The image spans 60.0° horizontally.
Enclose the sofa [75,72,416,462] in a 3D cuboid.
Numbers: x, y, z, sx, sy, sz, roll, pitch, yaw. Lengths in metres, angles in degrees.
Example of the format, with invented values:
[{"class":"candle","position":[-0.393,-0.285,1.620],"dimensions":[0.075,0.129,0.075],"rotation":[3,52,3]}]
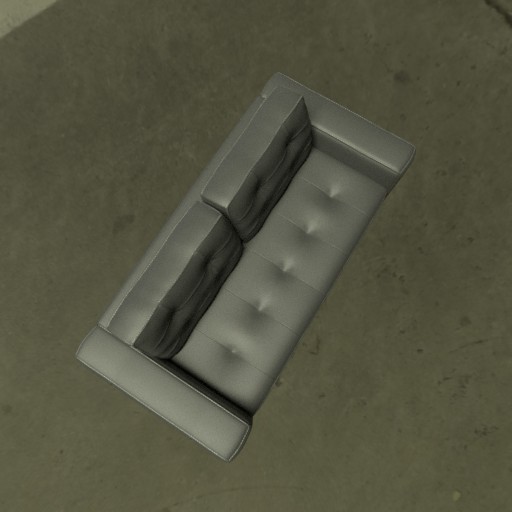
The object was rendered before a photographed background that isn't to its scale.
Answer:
[{"class":"sofa","position":[0.000,0.000,2.218],"dimensions":[0.833,0.892,1.726],"rotation":[31,78,8]}]
